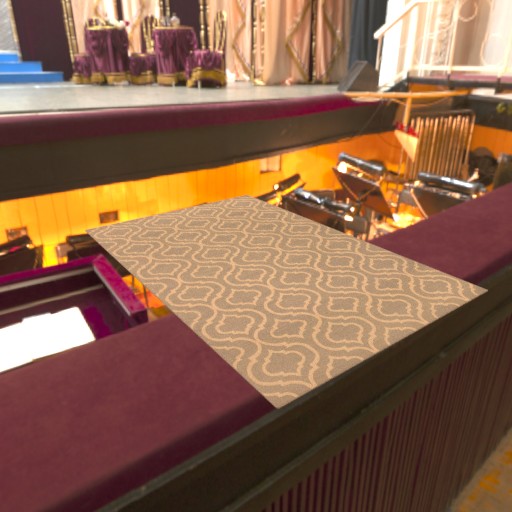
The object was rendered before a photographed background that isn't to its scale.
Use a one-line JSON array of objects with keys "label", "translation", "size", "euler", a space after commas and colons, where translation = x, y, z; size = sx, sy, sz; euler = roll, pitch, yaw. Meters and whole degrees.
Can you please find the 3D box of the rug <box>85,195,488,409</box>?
[{"label": "rug", "translation": [0.000, 0.000, 2.199], "size": [1.141, 0.015, 1.749], "euler": [-17, 29, -33]}]
